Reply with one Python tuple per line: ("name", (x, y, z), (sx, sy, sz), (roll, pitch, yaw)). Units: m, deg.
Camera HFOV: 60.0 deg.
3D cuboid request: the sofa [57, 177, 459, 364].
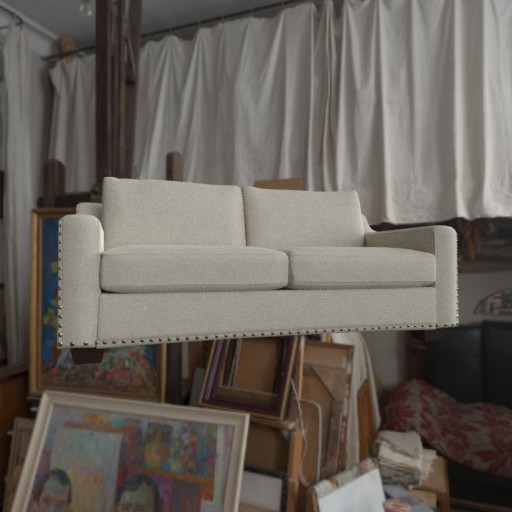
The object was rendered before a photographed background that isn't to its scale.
("sofa", (0.000, 0.000, 2.693), (2.107, 0.983, 1.104), (0, -1, -18))
